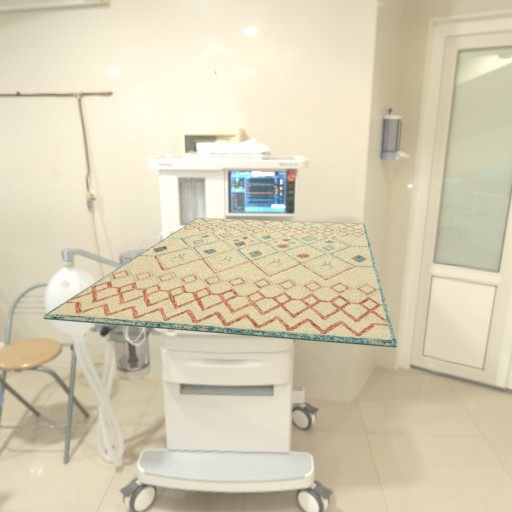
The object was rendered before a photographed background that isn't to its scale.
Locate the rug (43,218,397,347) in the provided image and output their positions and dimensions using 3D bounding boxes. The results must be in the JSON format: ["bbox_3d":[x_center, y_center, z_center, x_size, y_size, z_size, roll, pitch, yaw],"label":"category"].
[{"bbox_3d":[0.000,0.000,2.341,1.219,0.016,1.829,3,16,10],"label":"rug"}]
